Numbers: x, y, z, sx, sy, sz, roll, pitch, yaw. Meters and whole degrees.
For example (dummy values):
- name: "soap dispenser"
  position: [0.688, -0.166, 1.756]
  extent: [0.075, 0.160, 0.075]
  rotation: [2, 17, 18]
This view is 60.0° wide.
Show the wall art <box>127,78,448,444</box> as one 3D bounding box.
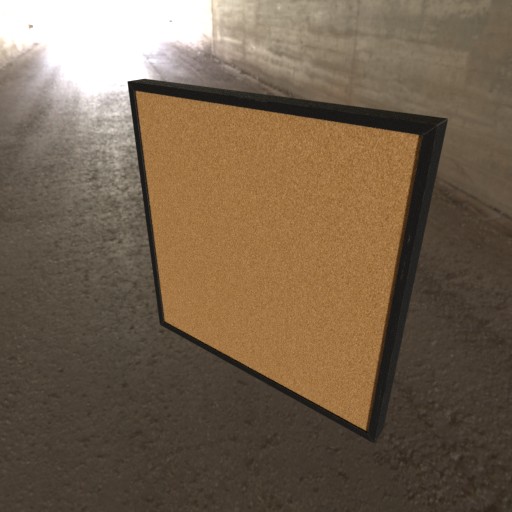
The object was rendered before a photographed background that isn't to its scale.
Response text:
- name: "wall art"
  position: [0.000, 0.000, 0.734]
  extent: [0.506, 0.506, 0.036]
  rotation: [20, 35, 32]
